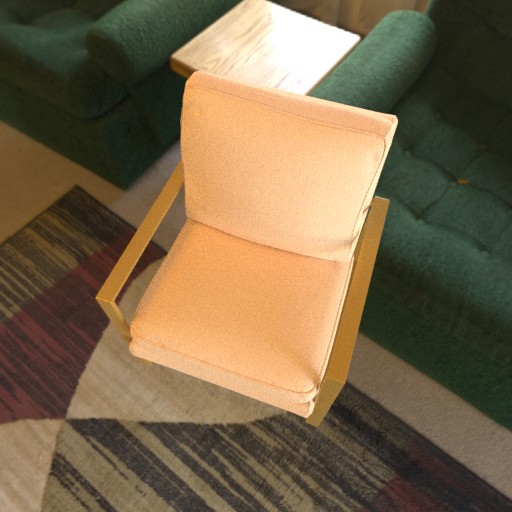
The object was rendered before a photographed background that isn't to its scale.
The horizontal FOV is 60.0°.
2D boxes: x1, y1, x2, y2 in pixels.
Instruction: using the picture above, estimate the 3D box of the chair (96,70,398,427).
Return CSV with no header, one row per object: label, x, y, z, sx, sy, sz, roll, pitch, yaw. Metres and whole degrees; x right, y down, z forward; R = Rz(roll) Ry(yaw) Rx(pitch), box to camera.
chair,0.000,0.000,1.516,0.758,0.956,0.813,17,61,10
